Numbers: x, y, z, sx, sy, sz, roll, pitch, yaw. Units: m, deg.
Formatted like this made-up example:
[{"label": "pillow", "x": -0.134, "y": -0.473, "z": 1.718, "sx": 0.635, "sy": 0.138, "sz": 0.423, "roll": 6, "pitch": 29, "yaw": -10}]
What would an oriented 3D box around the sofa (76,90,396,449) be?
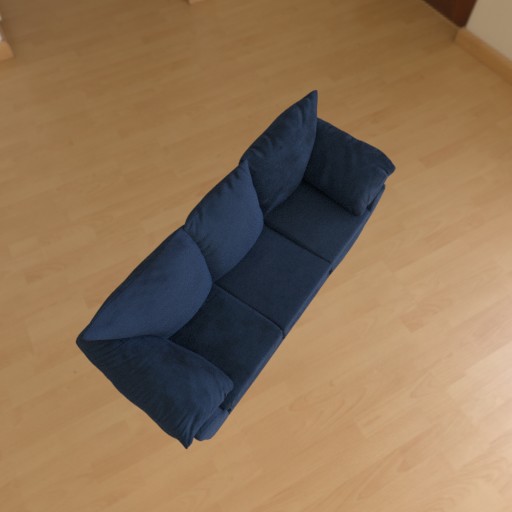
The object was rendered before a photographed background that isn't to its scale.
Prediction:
[{"label": "sofa", "x": 0.000, "y": 0.000, "z": 2.973, "sx": 0.907, "sy": 1.091, "sz": 2.390, "roll": 31, "pitch": 64, "yaw": 17}]
